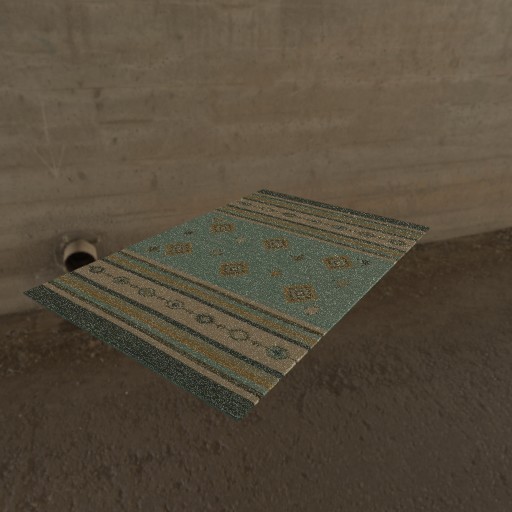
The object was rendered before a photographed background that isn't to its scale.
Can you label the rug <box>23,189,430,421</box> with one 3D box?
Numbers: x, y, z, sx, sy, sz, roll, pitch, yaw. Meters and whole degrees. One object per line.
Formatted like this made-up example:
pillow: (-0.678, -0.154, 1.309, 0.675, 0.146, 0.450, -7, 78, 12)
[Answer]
rug: (0.000, 0.000, 2.282, 1.212, 0.010, 1.811, 18, 32, 32)
